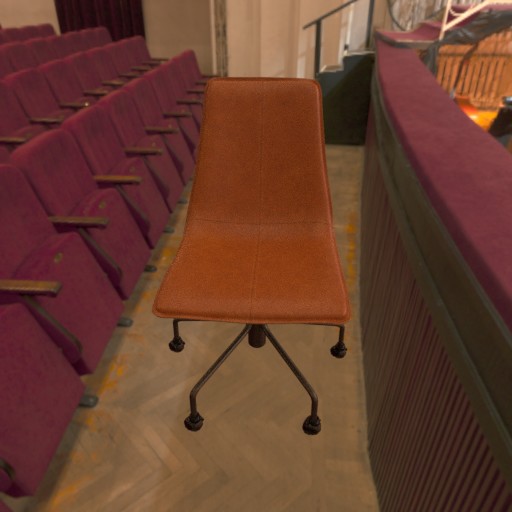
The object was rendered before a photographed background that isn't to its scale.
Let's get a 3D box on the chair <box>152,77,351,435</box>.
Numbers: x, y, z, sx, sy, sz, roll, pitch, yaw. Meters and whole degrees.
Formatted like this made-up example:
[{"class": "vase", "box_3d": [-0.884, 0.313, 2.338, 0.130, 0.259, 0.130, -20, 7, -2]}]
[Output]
[{"class": "chair", "box_3d": [0.000, 0.000, 1.329, 0.651, 0.920, 0.660, 2, 31, 3]}]
